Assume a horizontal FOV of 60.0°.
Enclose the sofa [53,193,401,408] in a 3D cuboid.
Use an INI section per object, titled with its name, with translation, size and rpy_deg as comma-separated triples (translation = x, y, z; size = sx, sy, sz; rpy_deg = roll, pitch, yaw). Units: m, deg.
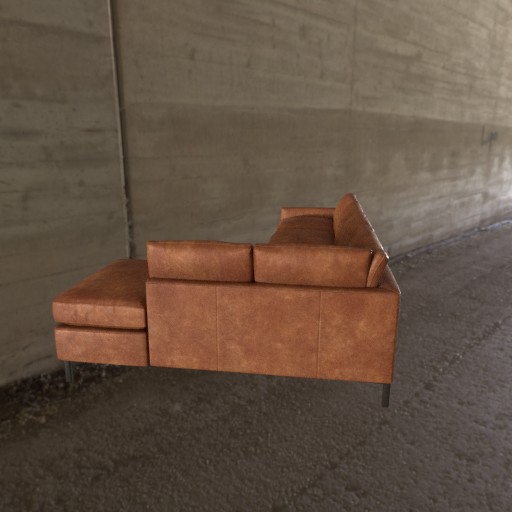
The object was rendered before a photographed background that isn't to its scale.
[sofa]
translation = 0.000, 0.000, 3.809
size = 1.938, 0.877, 2.984
rpy_deg = 2, 15, 8
